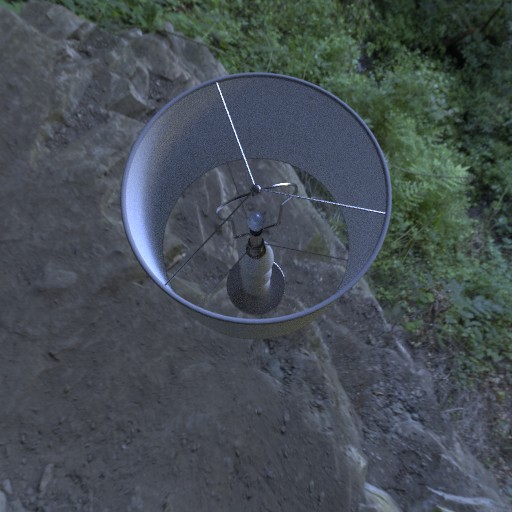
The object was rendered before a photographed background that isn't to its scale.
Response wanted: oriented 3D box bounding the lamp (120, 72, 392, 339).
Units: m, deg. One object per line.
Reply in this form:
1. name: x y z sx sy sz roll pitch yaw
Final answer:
1. lamp: 0.000 0.000 0.728 0.282 0.559 0.280 -18 76 -5
